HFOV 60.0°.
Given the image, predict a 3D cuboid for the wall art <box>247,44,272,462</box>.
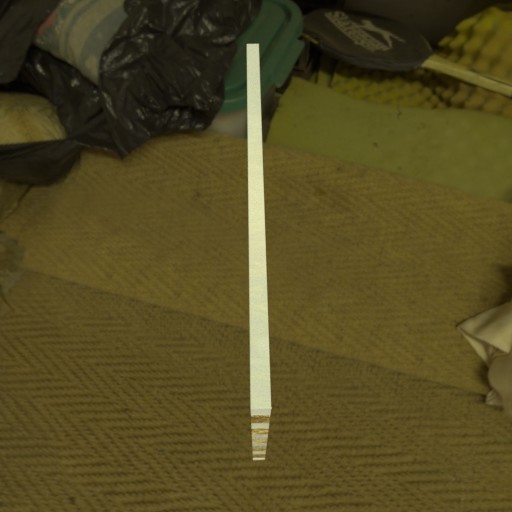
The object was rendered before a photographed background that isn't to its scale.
[{"bbox_3d":[0.000,0.000,1.458,0.041,0.762,1.145,-1,58,-1],"label":"wall art"}]
